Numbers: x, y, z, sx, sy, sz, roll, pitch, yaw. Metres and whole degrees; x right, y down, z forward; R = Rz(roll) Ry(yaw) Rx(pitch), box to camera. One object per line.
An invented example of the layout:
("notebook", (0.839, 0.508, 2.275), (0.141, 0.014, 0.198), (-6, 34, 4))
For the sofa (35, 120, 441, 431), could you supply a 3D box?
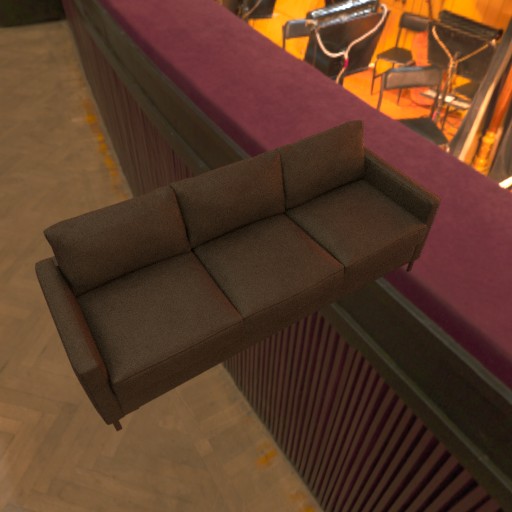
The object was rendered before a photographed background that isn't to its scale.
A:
("sofa", (0.000, 0.000, 2.354), (2.029, 0.805, 0.748), (-24, 50, -22))
